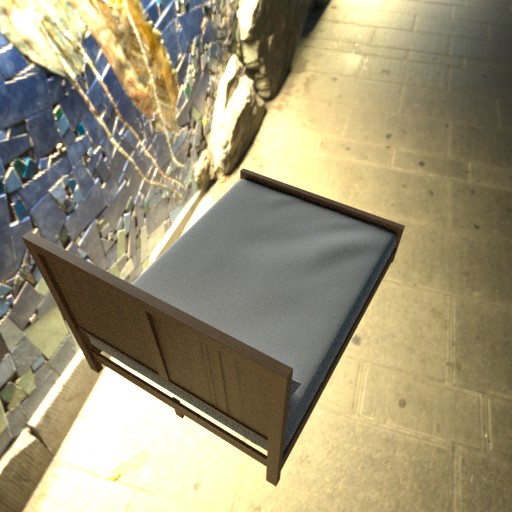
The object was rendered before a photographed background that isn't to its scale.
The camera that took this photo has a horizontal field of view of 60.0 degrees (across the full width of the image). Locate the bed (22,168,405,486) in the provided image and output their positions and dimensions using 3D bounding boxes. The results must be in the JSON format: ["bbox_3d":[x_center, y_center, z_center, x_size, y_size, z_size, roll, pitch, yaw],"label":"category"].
[{"bbox_3d":[0.000,0.000,3.226,1.606,1.387,2.184,23,51,21],"label":"bed"}]
